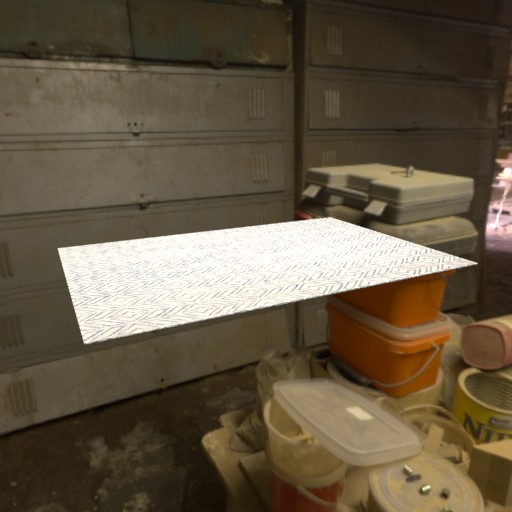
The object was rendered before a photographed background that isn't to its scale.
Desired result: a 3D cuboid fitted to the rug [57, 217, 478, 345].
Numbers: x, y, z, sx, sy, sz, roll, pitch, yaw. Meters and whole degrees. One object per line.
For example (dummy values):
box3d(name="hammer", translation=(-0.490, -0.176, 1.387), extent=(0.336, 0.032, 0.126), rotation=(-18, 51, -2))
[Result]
box3d(name="rug", translation=(0.000, 0.000, 2.304), extent=(1.824, 0.008, 1.220), rotation=(-8, 19, -26))
